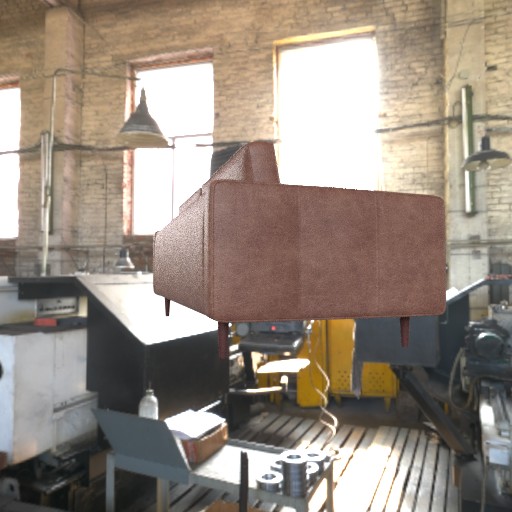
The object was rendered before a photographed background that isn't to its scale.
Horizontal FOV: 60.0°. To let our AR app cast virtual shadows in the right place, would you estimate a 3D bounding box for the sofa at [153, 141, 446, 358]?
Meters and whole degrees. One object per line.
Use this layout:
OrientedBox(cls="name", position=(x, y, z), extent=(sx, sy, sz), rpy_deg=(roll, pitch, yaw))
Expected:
OrientedBox(cls="sofa", position=(0.000, 0.000, 2.364), extent=(0.910, 0.760, 1.870), rpy_deg=(1, -2, -18))
